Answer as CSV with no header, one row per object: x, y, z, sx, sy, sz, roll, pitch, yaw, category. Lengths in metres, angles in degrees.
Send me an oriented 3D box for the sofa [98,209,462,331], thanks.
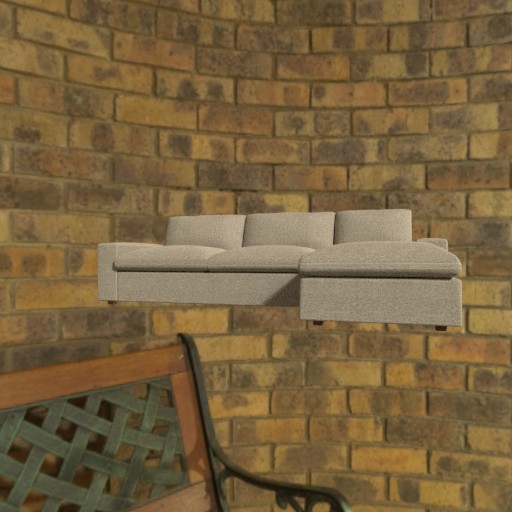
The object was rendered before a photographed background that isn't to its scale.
0.000,0.000,3.434,2.718,0.813,1.689,0,-1,18,sofa
